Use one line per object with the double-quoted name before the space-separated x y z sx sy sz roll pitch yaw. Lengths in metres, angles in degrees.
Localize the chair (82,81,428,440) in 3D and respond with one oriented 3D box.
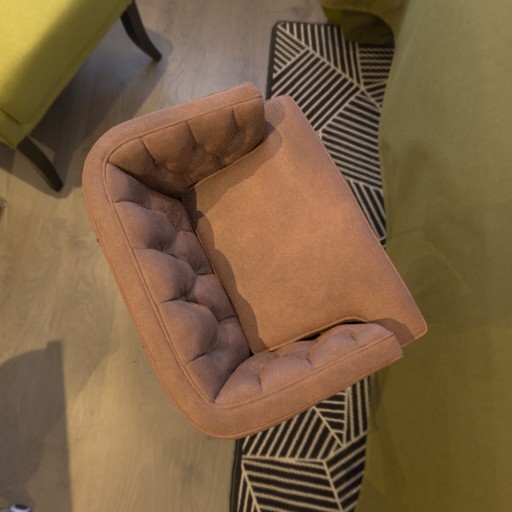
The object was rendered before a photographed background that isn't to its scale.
"chair" 0.000 0.000 1.709 0.914 0.787 1.118 -26 77 -6
